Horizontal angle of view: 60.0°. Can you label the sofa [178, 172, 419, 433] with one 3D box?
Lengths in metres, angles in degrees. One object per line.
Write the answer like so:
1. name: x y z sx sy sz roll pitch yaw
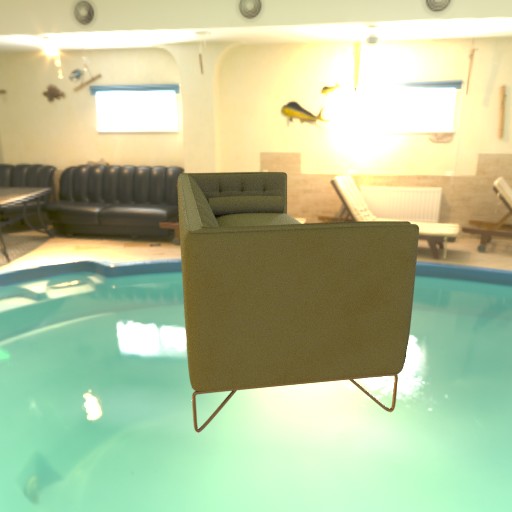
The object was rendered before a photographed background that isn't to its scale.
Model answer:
1. sofa: 0.000 0.000 2.598 0.867 0.789 2.087 -3 16 -10
